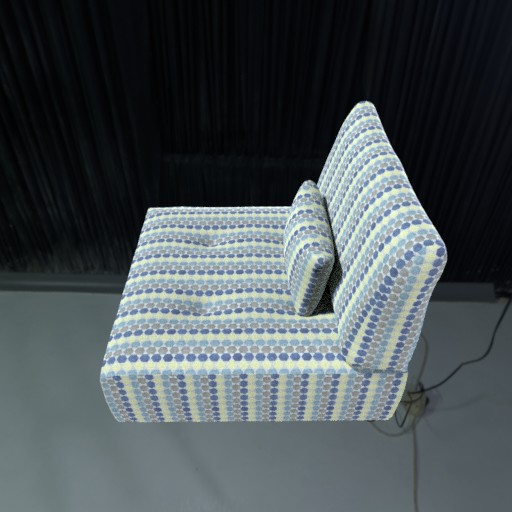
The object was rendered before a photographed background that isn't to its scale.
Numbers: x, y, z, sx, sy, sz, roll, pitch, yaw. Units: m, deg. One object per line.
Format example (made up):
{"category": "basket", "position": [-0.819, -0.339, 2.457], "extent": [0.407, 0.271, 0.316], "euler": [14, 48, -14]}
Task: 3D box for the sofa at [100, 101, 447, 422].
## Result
{"category": "sofa", "position": [0.000, 0.000, 1.665], "extent": [1.000, 0.830, 0.930], "euler": [0, 41, 0]}
